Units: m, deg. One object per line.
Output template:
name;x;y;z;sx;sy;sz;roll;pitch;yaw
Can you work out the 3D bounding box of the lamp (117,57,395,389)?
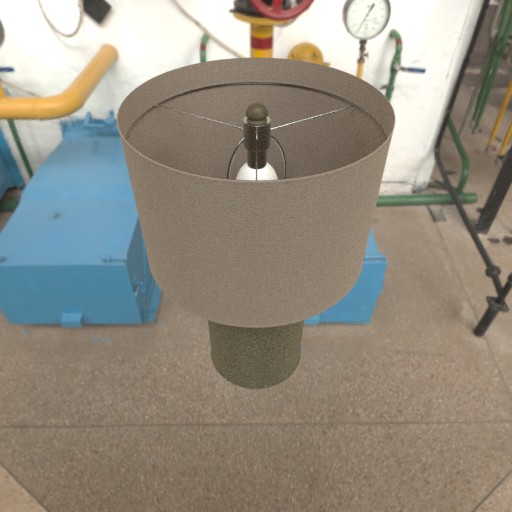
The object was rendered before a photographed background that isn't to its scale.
lamp;0.000;0.000;0.681;0.318;0.486;0.318;0;43;0
